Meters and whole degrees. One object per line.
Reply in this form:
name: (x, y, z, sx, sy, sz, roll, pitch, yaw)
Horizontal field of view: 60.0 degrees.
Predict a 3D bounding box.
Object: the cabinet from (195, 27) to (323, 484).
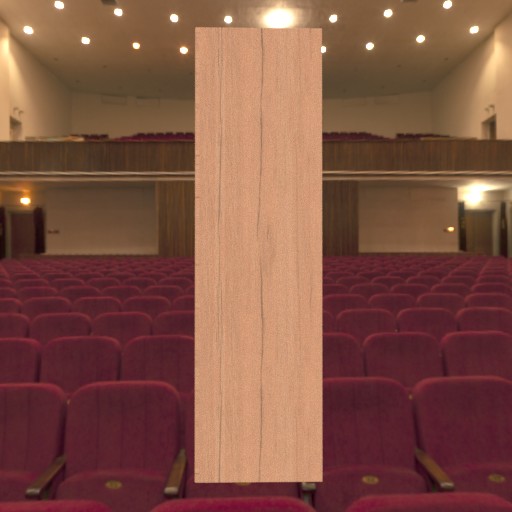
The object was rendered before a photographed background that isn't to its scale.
cabinet: (0.000, 0.000, 2.712, 0.580, 2.070, 1.400, 0, 0, -1)
